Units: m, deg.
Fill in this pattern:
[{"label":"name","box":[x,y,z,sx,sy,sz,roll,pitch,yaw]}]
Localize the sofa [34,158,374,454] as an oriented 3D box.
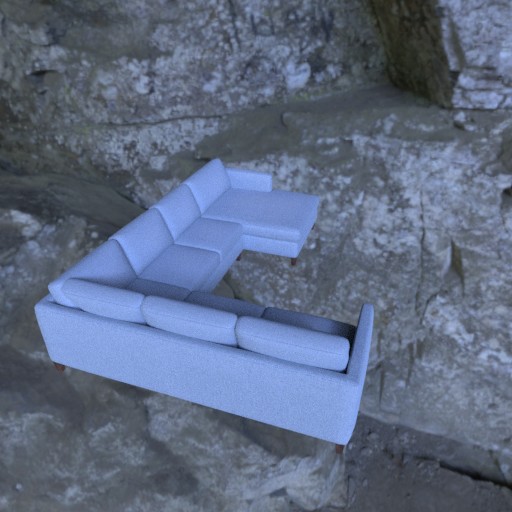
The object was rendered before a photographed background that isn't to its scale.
[{"label":"sofa","box":[0.000,0.000,4.575,2.551,0.889,3.403,10,32,16]}]
